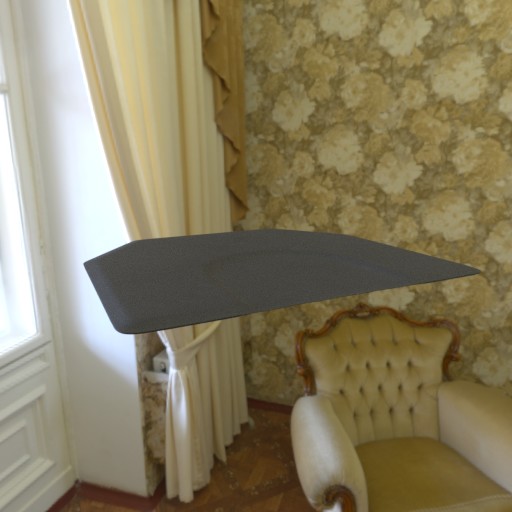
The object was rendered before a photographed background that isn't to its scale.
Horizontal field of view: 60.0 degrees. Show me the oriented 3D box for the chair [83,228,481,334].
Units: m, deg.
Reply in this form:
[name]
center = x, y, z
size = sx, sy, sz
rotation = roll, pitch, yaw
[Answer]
[chair]
center = 0.000, 0.000, 1.923
size = 1.372, 0.024, 1.219
rotation = -7, 15, -26
